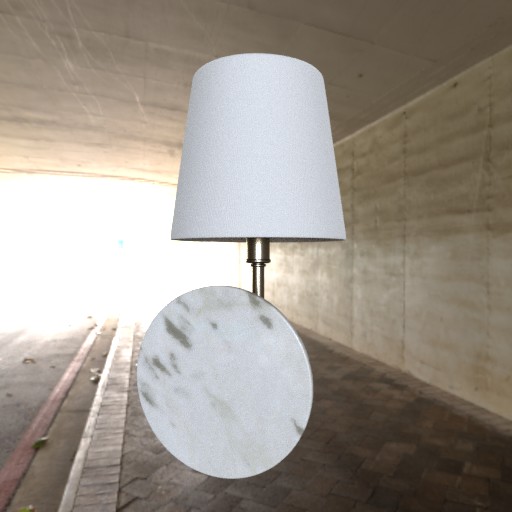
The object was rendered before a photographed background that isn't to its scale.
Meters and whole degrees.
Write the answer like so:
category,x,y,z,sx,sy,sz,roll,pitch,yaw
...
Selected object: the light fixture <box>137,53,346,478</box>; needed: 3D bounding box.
category,x,y,z,sx,sy,sz,roll,pitch,yaw
light fixture,0.000,0.000,0.425,0.168,0.337,0.188,0,0,18
